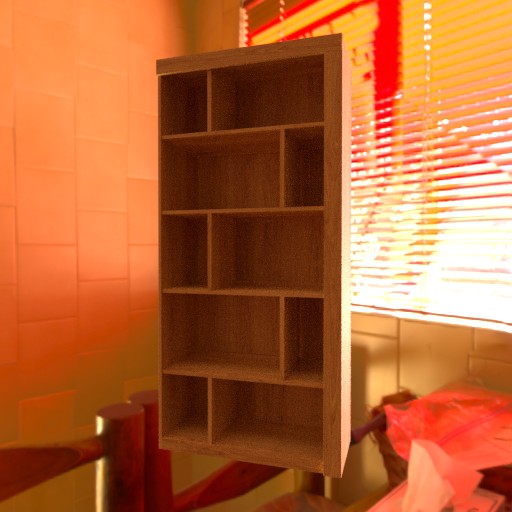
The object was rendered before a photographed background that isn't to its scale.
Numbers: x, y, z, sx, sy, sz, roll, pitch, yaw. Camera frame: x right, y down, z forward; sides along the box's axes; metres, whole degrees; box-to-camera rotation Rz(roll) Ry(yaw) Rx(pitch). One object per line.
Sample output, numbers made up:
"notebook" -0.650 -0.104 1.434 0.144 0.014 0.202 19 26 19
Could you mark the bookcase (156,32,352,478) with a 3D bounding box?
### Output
"bookcase" 0.000 0.000 2.350 0.950 2.020 0.420 0 1 18
